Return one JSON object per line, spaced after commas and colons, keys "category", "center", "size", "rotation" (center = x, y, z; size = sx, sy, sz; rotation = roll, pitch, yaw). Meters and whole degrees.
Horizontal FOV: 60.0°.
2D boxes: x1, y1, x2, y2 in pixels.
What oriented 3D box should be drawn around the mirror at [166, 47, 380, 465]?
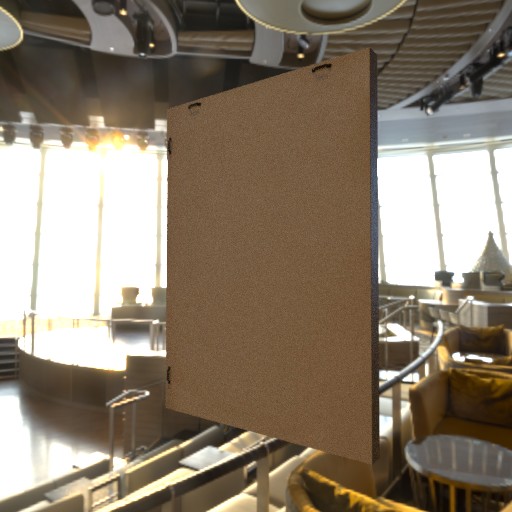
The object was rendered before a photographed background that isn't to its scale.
{"category": "mirror", "center": [0.000, 0.000, 0.915], "size": [0.507, 0.710, 0.040], "rotation": [-1, -2, 36]}
